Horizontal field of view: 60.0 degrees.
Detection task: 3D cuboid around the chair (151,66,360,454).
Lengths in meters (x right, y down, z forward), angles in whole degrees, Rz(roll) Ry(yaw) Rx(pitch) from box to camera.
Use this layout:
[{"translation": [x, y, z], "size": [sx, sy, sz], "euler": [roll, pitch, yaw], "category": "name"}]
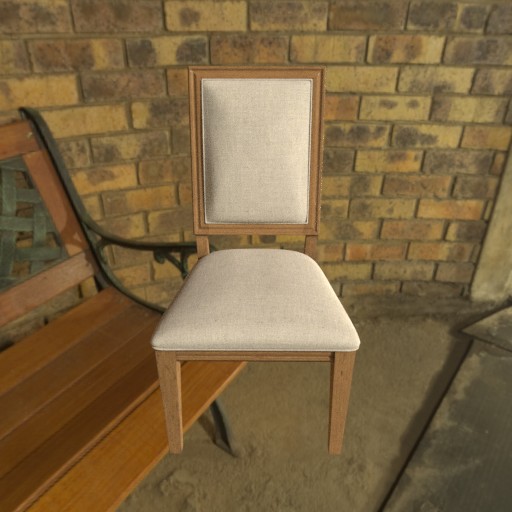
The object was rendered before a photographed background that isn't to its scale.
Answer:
[{"translation": [0.000, 0.000, 1.318], "size": [0.536, 0.988, 0.601], "euler": [0, 29, 0], "category": "chair"}]
